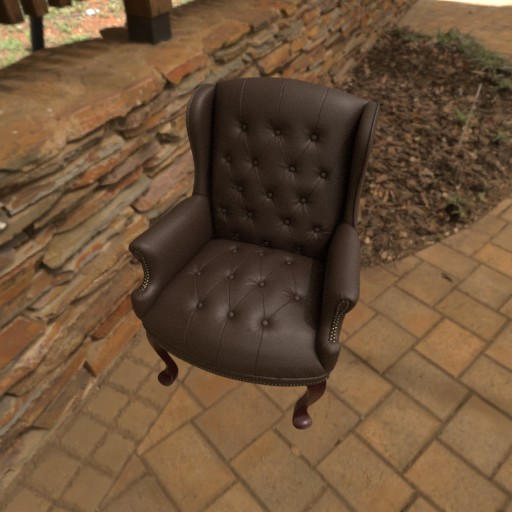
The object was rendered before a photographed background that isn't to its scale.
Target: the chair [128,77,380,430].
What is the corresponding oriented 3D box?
[{"bbox_3d":[0.000,0.000,1.716,0.829,1.132,0.819,13,42,15],"label":"chair"}]
